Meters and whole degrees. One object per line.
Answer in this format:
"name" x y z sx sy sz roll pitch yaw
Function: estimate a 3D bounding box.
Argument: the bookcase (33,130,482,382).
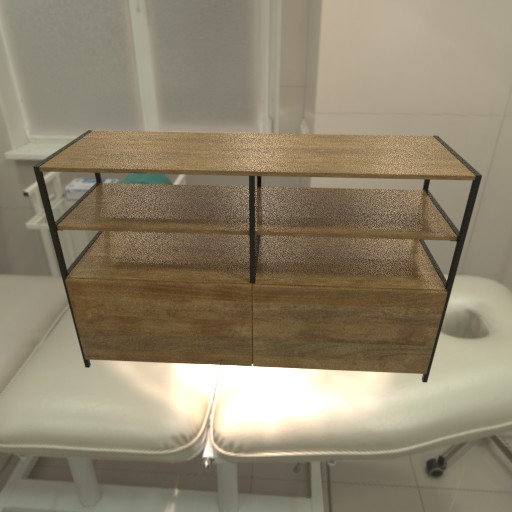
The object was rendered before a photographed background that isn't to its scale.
"bookcase" 0.000 0.000 1.466 1.149 0.712 0.391 2 30 3
